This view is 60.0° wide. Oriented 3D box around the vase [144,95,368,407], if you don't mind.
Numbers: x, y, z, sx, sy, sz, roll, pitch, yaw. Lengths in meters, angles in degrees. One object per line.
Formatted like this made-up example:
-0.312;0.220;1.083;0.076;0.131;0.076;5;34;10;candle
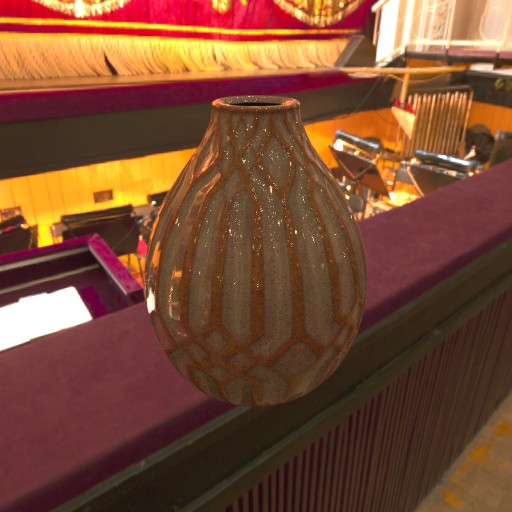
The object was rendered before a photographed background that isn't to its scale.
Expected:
0.000;0.000;0.262;0.131;0.175;0.131;0;27;0;vase
